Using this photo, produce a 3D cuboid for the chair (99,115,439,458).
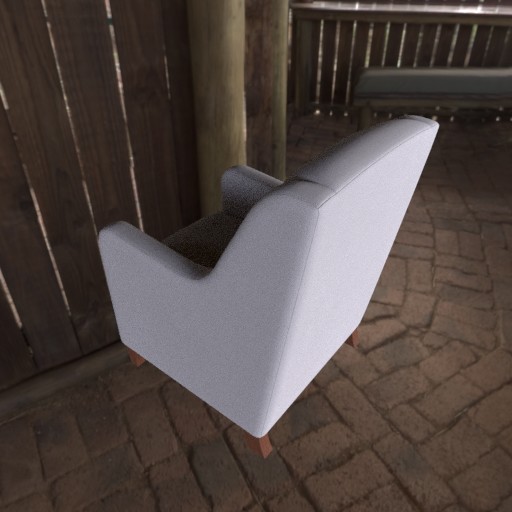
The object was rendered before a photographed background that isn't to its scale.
[{"bbox_3d":[0.000,0.000,1.569,0.863,1.010,0.715,23,40,31],"label":"chair"}]
